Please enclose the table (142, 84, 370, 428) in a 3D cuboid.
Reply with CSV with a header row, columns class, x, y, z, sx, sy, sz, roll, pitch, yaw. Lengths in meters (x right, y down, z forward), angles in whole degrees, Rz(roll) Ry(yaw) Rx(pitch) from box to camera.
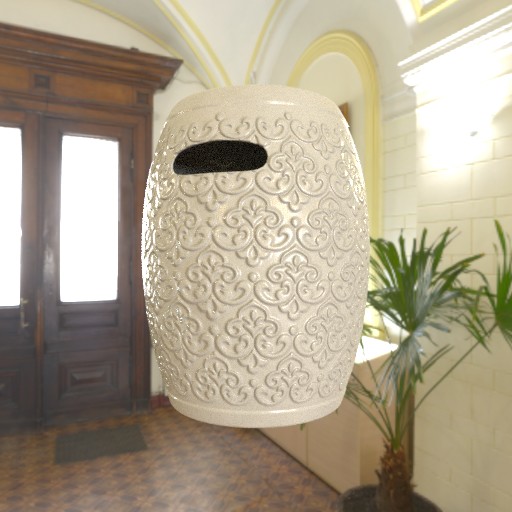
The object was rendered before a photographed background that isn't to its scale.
class,x,y,z,sx,sy,sz,roll,pitch,yaw
table,0.000,0.000,0.621,0.309,0.397,0.309,0,0,0
